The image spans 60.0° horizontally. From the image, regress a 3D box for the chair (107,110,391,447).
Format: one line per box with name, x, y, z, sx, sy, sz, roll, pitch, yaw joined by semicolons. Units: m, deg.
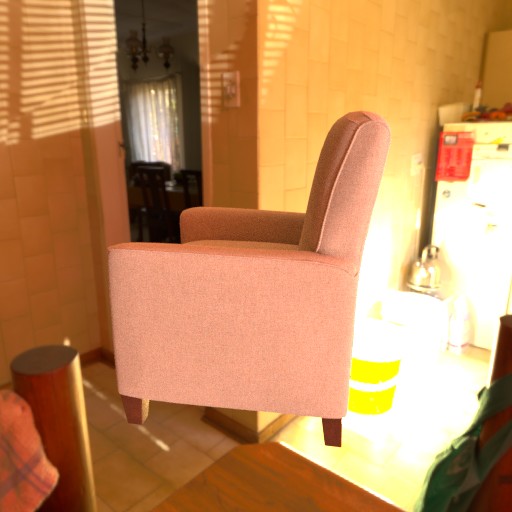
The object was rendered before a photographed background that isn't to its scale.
chair;0.000;0.000;1.679;0.859;1.023;0.845;3;15;9
